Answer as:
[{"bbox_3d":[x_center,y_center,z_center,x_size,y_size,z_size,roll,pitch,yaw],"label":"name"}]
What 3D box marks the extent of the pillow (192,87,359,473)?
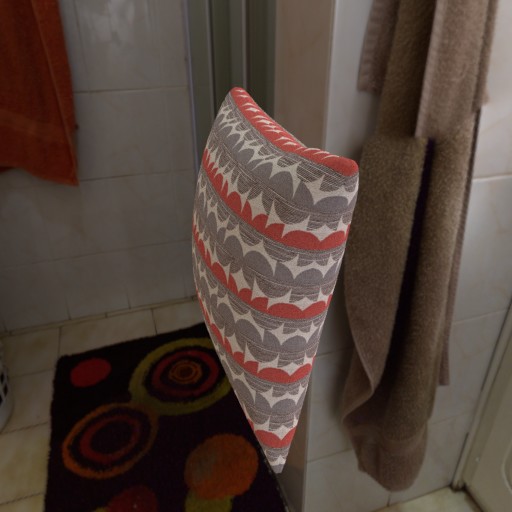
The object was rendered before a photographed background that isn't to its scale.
[{"bbox_3d":[0.000,0.000,0.652,0.180,0.410,0.420,-8,31,-14],"label":"pillow"}]
